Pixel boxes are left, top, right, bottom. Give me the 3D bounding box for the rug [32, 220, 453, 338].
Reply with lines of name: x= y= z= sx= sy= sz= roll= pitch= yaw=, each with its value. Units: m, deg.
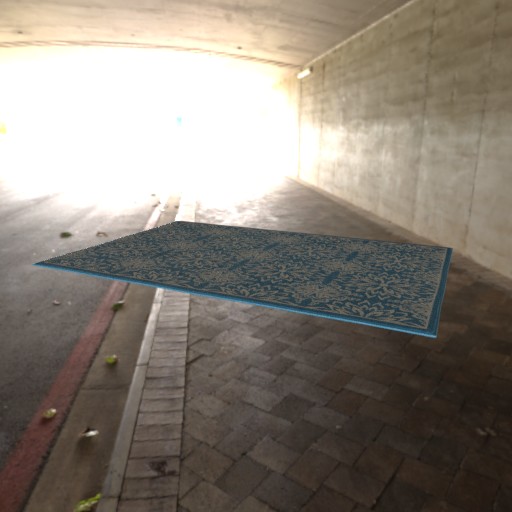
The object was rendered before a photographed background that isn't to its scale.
rug: x=0.000 y=0.000 z=2.300 sx=1.833 sy=0.012 sz=1.211 roll=7 pitch=17 yaw=24
